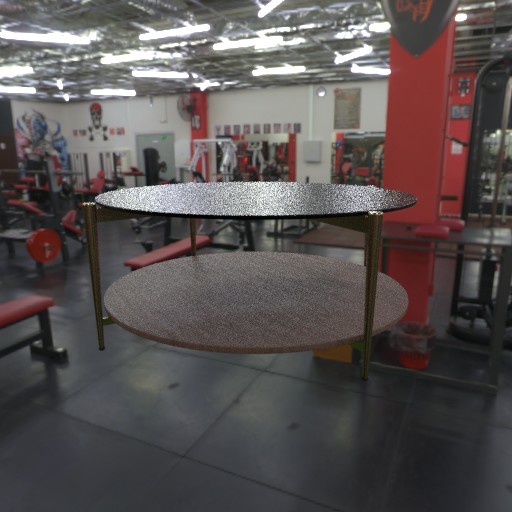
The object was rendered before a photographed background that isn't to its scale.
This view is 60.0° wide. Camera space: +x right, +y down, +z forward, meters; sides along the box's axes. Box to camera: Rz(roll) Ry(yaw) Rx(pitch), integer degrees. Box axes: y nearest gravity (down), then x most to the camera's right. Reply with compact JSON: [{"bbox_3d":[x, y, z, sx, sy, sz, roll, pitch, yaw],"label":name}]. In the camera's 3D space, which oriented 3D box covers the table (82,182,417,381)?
[{"bbox_3d":[0.000,0.000,1.416,0.938,0.400,0.938,7,15,28],"label":"table"}]
